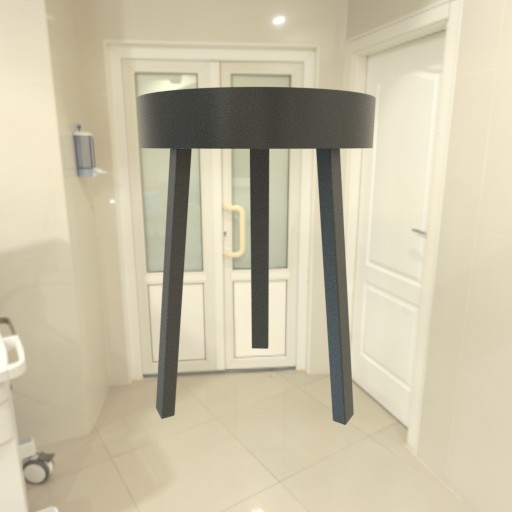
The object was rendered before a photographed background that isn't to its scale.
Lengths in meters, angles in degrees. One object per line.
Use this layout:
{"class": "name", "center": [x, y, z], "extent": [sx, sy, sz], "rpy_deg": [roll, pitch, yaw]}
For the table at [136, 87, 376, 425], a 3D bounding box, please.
{"class": "table", "center": [0.000, 0.000, 0.845], "extent": [0.406, 0.559, 0.406], "rpy_deg": [0, 14, 0]}
